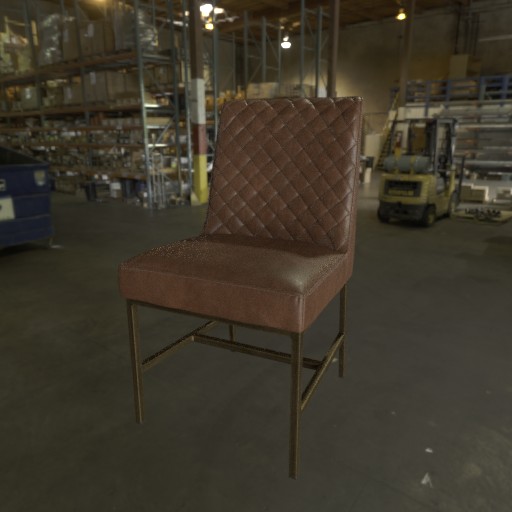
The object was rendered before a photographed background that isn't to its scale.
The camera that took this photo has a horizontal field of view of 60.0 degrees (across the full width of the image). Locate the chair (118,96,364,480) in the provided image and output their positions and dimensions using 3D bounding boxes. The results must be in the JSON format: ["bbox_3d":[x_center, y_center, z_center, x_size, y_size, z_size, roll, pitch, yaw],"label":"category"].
[{"bbox_3d":[0.000,0.000,1.251,0.508,0.889,0.587,7,16,26],"label":"chair"}]
